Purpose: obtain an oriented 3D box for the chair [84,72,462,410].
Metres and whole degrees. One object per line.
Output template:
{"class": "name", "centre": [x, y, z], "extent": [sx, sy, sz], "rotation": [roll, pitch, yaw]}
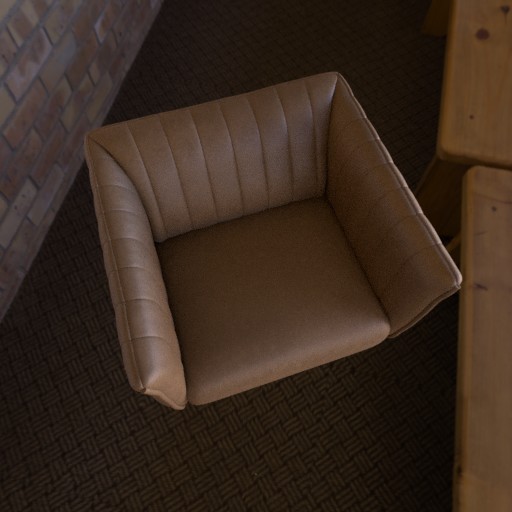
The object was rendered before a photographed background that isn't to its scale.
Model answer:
{"class": "chair", "centre": [0.000, 0.000, 1.645], "extent": [0.981, 0.779, 0.876], "rotation": [-17, 65, -8]}
